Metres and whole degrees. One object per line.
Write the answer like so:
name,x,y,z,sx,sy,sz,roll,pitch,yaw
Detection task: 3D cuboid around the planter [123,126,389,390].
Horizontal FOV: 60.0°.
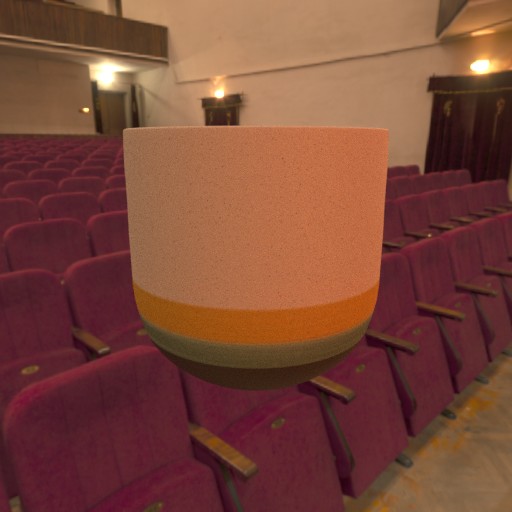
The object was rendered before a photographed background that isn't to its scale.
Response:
planter,0.000,0.000,0.494,0.268,0.270,0.268,0,14,0
